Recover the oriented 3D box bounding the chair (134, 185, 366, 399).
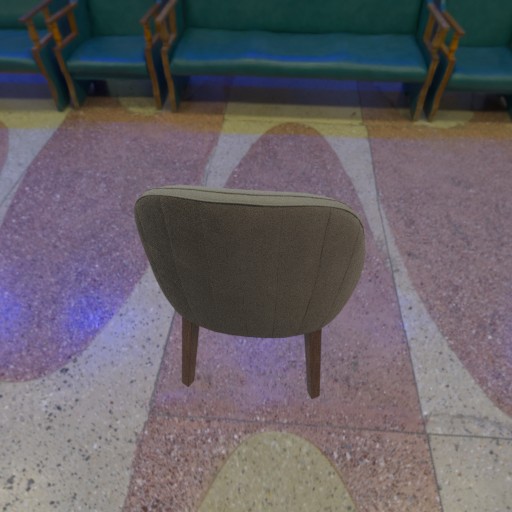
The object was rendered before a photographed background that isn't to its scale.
[{"bbox_3d":[0.000,0.000,1.291,0.643,0.889,0.575,4,47,4],"label":"chair"}]
